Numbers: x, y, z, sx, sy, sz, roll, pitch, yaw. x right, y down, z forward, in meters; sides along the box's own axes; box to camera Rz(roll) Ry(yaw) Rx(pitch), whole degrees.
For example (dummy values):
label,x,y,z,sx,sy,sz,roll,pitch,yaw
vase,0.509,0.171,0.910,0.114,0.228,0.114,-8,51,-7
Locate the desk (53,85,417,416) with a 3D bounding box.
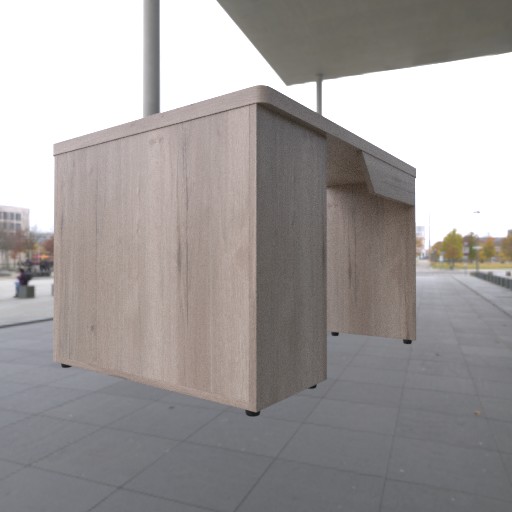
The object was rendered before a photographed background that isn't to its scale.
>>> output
label,x,y,z,sx,sy,sz,roll,pitch,yaw
desk,0.000,0.000,1.724,0.900,0.760,1.169,0,-1,36
